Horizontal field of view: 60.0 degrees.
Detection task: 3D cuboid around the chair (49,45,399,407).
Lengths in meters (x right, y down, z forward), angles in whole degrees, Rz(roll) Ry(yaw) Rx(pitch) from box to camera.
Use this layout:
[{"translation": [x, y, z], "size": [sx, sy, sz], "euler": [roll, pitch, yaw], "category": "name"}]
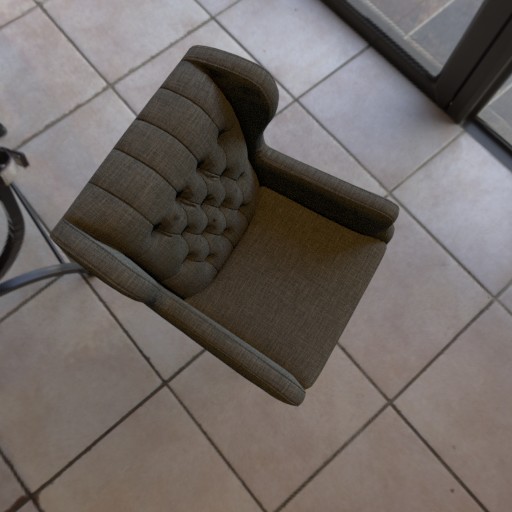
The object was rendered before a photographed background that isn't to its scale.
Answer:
[{"translation": [0.000, 0.000, 1.470], "size": [0.775, 0.953, 0.711], "euler": [30, 77, 8], "category": "chair"}]
